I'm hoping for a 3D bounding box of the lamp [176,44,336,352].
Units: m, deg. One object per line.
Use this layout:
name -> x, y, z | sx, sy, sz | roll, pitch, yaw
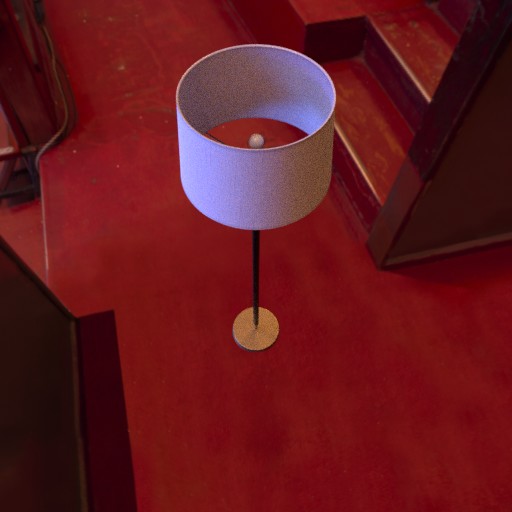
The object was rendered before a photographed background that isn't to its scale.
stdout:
lamp -> 0.000, 0.000, 1.642 | 0.420, 1.447, 0.420 | 0, 58, 0
